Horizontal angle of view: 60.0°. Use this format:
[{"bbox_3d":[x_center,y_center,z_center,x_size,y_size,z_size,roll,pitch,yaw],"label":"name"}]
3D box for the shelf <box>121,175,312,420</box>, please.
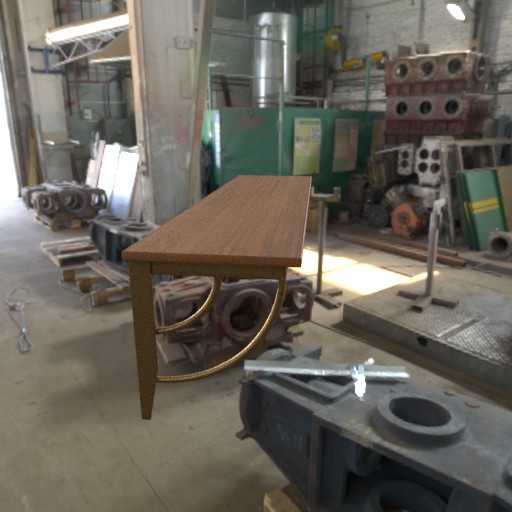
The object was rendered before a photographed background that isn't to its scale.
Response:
[{"bbox_3d":[0.000,0.000,0.726,0.166,0.190,0.636,2,17,7],"label":"shelf"}]
